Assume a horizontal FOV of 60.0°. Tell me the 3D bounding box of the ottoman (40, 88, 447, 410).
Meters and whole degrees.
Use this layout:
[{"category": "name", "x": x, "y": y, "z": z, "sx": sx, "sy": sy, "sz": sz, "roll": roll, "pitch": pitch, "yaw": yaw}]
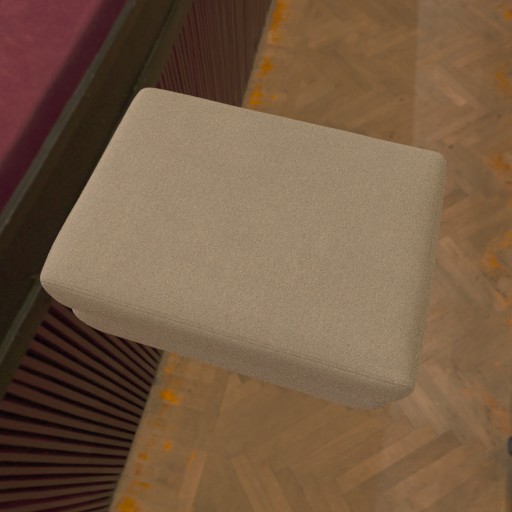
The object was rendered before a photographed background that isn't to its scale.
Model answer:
[{"category": "ottoman", "x": 0.000, "y": 0.000, "z": 1.117, "sx": 0.773, "sy": 0.499, "sz": 0.569, "roll": 15, "pitch": 66, "yaw": 7}]
